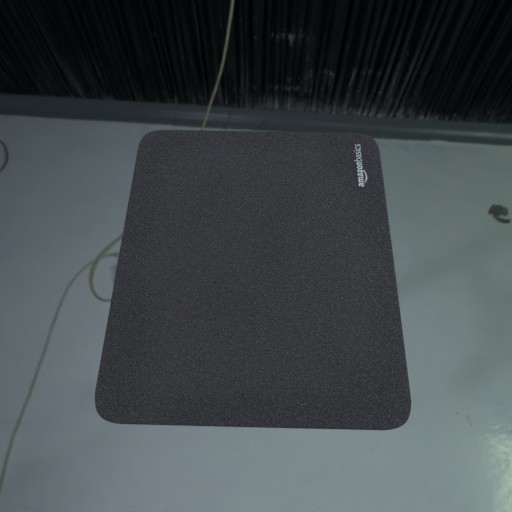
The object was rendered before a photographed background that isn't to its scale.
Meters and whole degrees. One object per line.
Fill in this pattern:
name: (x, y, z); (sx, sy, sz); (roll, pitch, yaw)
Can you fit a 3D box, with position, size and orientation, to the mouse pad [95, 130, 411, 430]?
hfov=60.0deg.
mouse pad: (0.000, 0.000, 0.435); (0.269, 0.002, 0.315); (1, 64, 1)
